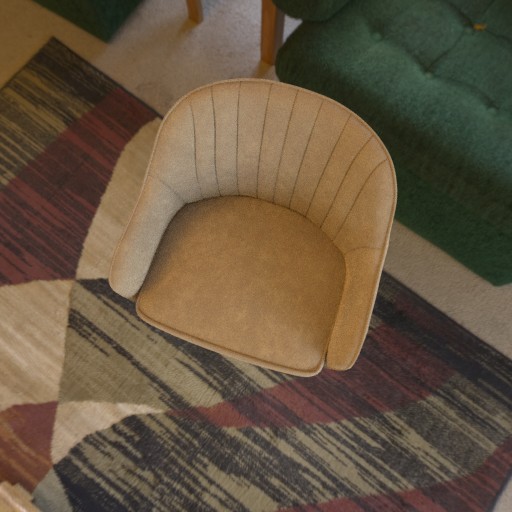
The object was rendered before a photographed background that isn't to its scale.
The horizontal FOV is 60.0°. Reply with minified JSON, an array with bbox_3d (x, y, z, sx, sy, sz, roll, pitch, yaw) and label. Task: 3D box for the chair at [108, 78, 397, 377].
[{"bbox_3d":[0.000,0.000,1.256,0.635,0.831,0.573,18,77,4],"label":"chair"}]
